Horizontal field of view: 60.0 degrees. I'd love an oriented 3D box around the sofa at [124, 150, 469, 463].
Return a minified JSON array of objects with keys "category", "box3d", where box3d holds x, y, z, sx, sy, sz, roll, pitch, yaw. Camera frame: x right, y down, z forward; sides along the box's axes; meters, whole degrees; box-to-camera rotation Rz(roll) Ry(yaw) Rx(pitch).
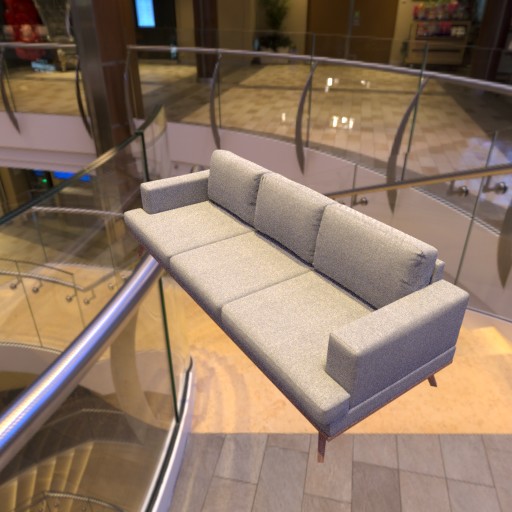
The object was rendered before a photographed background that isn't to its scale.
[{"category":"sofa","box3d":[0.000,0.000,2.782,0.920,0.810,2.310,-18,34,-29]}]
